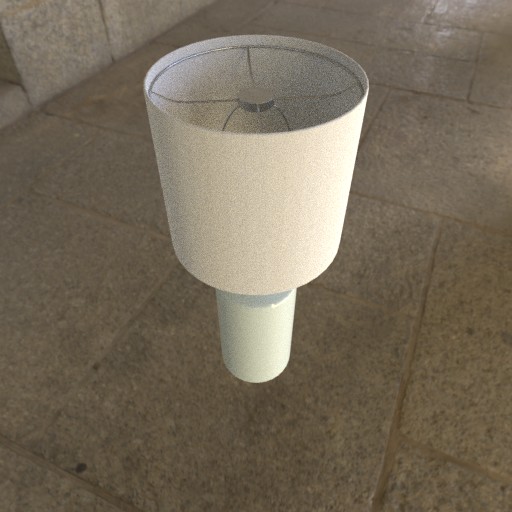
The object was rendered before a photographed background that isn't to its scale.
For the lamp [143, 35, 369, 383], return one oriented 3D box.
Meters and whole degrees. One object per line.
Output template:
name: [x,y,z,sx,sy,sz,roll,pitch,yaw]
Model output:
lamp: [0.000,0.000,0.599,0.212,0.493,0.212,-4,46,-4]
